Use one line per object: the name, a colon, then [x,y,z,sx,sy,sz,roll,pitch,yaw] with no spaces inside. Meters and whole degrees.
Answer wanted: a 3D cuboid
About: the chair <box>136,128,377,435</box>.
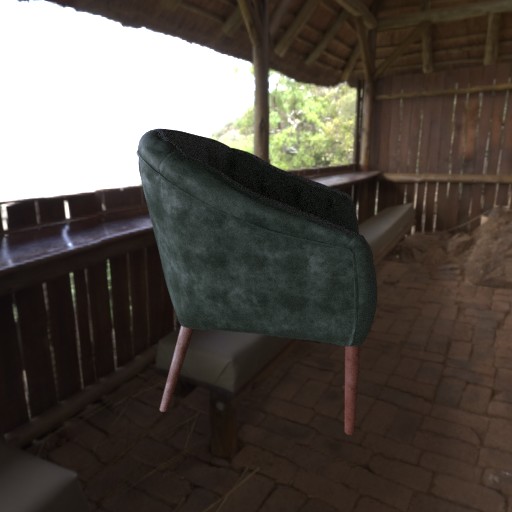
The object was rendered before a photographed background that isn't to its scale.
chair: [0.000,0.000,1.598,0.776,0.885,0.851,2,16,8]
